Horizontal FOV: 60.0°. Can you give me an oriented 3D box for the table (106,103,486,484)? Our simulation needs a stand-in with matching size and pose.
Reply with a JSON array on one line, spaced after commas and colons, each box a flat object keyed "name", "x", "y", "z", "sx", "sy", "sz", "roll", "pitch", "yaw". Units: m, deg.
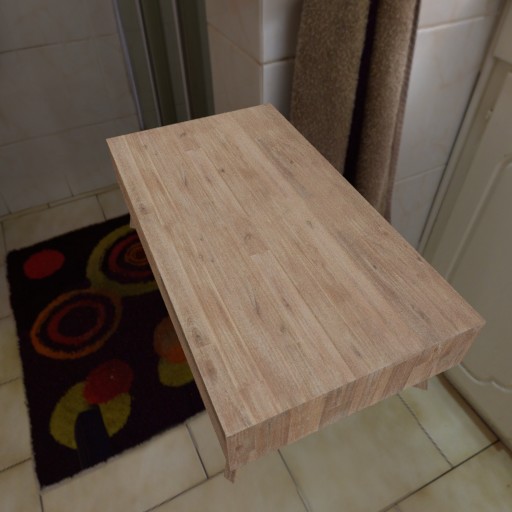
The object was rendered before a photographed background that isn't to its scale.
[{"name": "table", "x": 0.000, "y": 0.000, "z": 2.010, "sx": 0.918, "sy": 0.531, "sz": 1.619, "roll": -18, "pitch": 49, "yaw": -17}]
